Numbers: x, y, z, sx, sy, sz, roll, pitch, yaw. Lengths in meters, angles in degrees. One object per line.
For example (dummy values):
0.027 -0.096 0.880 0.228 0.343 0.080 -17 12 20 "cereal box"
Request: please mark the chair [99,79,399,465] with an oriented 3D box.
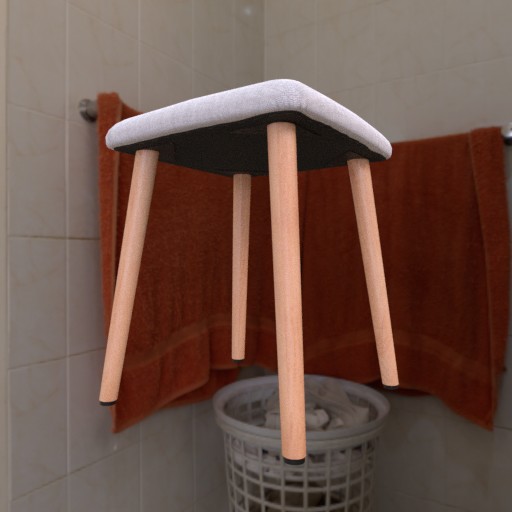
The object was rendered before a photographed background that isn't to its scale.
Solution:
0.000 0.000 0.699 0.350 0.440 0.350 0 0 35 "chair"
